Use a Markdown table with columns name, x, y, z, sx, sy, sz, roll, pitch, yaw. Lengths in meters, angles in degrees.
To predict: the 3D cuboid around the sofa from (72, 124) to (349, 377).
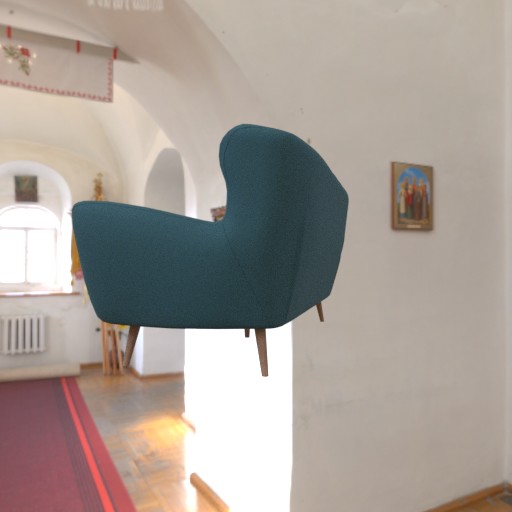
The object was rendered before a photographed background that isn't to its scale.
| name | x | y | z | sx | sy | sz | roll | pitch | yaw |
| --- | --- | --- | --- | --- | --- | --- | --- | --- | --- |
| sofa | 0.000 | 0.000 | 2.399 | 0.889 | 0.890 | 1.930 | 0 | 0 | 17 |
